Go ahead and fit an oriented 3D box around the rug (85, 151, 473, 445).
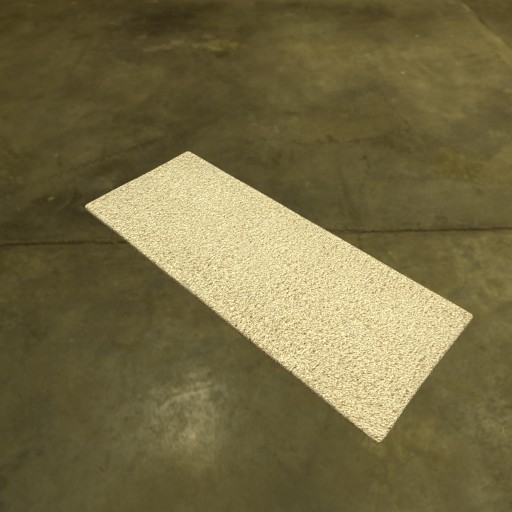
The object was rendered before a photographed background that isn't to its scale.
[{"bbox_3d":[0.000,0.000,1.761,1.524,0.030,0.609,34,55,29],"label":"rug"}]
